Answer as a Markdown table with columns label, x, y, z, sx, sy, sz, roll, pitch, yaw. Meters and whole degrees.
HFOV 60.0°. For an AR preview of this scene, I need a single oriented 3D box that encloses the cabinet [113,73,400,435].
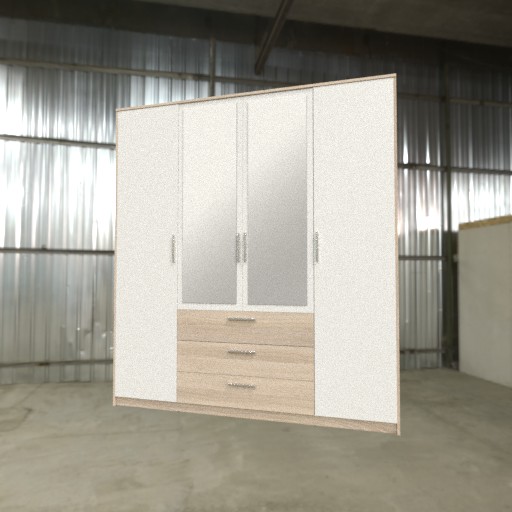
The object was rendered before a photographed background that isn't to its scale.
| label | x | y | z | sx | sy | sz | roll | pitch | yaw |
| --- | --- | --- | --- | --- | --- | --- | --- | --- | --- |
| cabinet | 0.000 | 0.000 | 3.071 | 1.870 | 2.060 | 0.620 | -1 | -2 | 17 |
